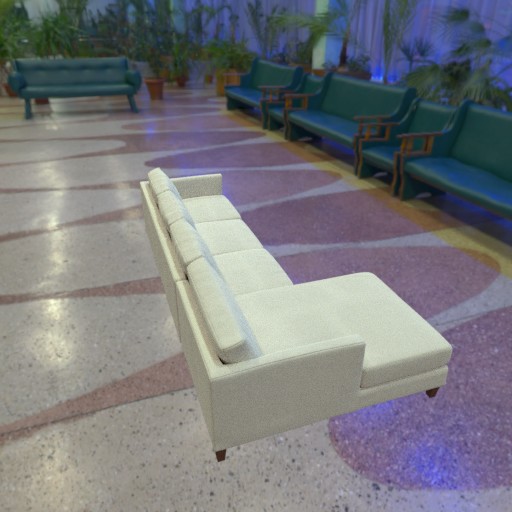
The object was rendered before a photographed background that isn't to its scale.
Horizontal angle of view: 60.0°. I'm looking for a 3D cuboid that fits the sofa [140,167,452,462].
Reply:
[{"bbox_3d":[0.000,0.000,3.919,1.625,0.861,3.186,-10,30,-17],"label":"sofa"}]
